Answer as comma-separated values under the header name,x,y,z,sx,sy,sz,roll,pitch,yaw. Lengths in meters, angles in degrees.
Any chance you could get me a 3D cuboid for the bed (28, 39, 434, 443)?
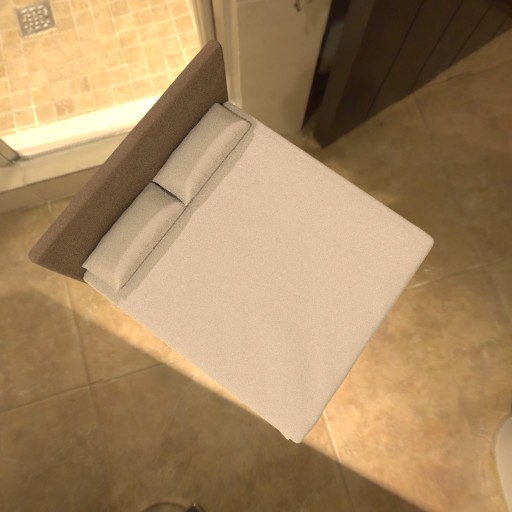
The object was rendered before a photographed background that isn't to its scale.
name,x,y,z,sx,sy,sz,roll,pitch,yaw
bed,0.000,0.000,3.569,2.341,1.317,2.119,36,81,7
